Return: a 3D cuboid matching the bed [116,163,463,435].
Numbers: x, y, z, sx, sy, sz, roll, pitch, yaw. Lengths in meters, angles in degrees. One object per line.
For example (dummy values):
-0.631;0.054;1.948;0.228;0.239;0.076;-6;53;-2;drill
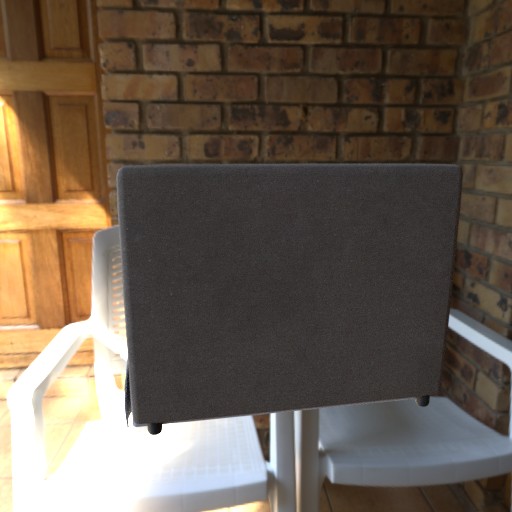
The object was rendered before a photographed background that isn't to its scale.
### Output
0.000;0.000;3.172;1.723;1.330;2.142;-2;13;-10;bed
